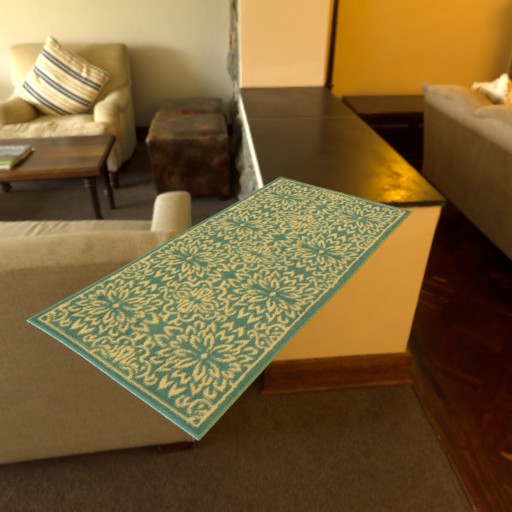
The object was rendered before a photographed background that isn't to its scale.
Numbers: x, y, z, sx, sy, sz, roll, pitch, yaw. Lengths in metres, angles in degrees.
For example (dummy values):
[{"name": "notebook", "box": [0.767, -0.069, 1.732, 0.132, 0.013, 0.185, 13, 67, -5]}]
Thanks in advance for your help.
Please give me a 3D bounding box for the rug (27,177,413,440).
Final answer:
[{"name": "rug", "box": [0.000, 0.000, 1.424, 0.604, 0.007, 1.219, 21, 38, 30]}]
